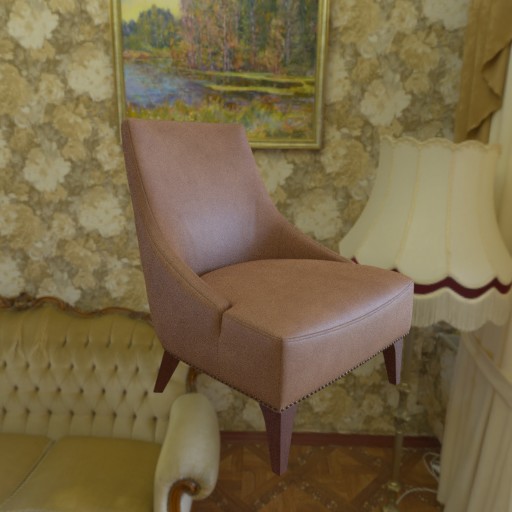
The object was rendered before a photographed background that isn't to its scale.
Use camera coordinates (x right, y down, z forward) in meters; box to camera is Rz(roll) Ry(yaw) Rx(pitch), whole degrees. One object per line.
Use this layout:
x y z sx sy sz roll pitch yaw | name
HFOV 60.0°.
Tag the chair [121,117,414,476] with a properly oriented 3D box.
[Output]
0.000 0.000 1.500 0.861 0.909 0.701 13 18 43 | chair
